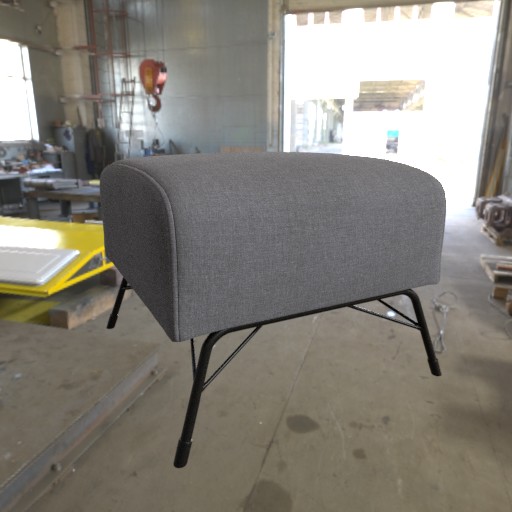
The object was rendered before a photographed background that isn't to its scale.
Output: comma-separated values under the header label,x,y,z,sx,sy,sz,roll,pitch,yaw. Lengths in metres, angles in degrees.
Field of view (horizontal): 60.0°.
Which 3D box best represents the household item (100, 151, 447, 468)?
label,x,y,z,sx,sy,sz,roll,pitch,yaw
household item,0.000,0.000,0.897,0.530,0.410,0.530,-8,17,-27
